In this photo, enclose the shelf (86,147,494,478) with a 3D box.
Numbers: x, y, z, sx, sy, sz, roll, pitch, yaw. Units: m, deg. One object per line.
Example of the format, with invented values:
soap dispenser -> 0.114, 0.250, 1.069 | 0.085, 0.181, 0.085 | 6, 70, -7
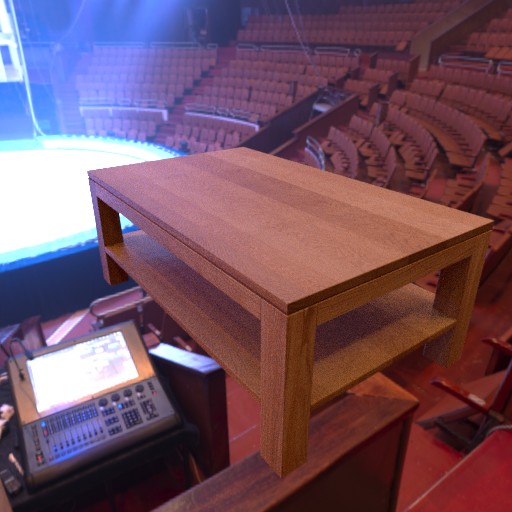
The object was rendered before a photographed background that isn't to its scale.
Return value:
shelf -> 0.000, 0.000, 1.484 | 0.700, 0.450, 1.150 | -17, 30, -32
